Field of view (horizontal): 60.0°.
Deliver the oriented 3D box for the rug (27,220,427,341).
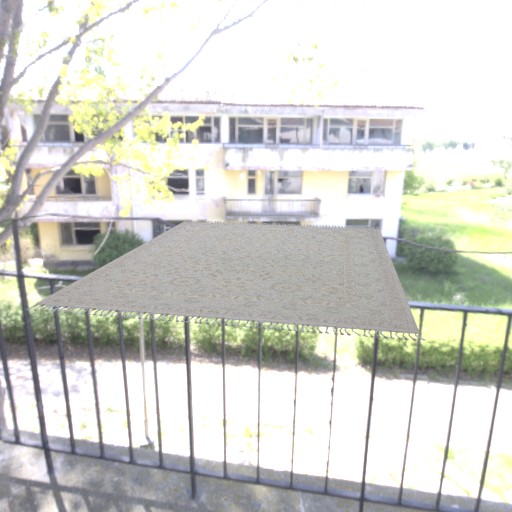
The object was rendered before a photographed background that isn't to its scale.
[{"bbox_3d":[0.000,0.000,4.021,2.444,0.013,3.043,3,16,10],"label":"rug"}]
